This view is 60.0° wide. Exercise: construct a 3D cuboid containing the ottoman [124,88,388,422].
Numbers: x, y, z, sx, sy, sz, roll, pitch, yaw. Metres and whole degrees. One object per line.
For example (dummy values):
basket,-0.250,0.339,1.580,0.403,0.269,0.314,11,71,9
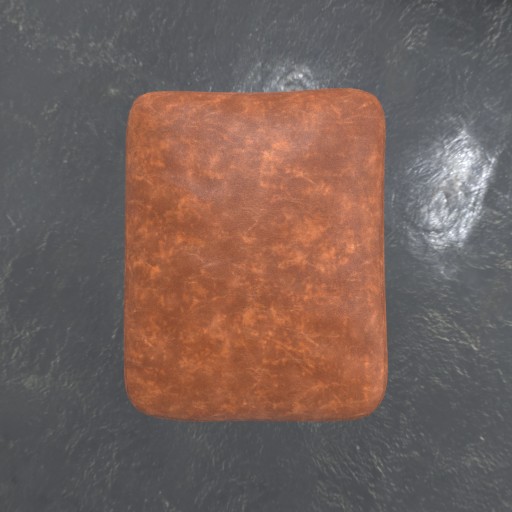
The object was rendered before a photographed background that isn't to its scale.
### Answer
ottoman,0.000,0.000,1.264,0.657,0.562,0.832,0,89,0
